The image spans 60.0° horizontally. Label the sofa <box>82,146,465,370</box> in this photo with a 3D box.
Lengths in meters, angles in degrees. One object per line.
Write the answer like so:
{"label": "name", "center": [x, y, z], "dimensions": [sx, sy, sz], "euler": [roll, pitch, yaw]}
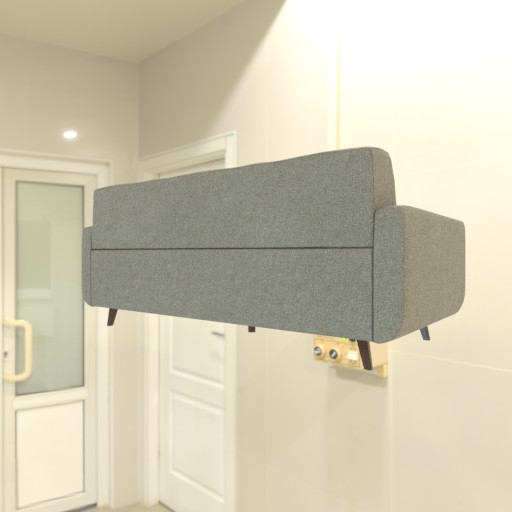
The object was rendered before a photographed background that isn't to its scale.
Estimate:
{"label": "sofa", "center": [0.000, 0.000, 2.553], "dimensions": [2.055, 0.873, 0.968], "euler": [0, 0, 38]}
